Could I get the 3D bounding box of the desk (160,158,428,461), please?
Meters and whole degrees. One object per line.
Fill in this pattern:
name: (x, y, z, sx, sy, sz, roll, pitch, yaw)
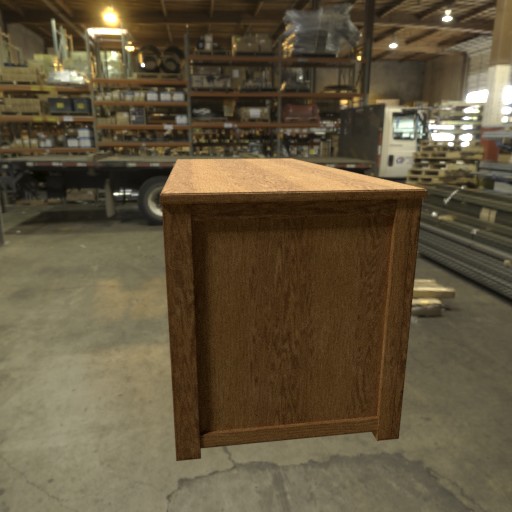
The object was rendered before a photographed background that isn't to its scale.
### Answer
desk: (0.000, 0.000, 1.933, 0.685, 0.751, 1.567, -2, 15, -8)
